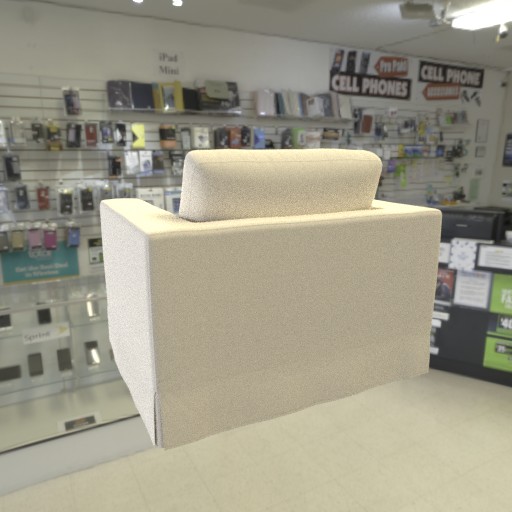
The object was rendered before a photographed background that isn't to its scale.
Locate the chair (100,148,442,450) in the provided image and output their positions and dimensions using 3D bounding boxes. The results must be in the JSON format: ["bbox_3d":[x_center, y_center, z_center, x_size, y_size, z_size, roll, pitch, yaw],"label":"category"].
[{"bbox_3d":[0.000,0.000,1.868,1.150,0.878,0.957,-7,15,-26],"label":"chair"}]
